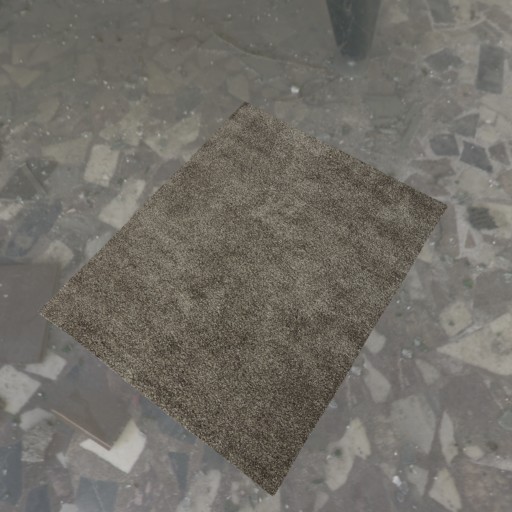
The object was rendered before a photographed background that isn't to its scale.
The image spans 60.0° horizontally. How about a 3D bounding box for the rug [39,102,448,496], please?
[{"bbox_3d":[0.000,0.000,4.003,2.401,0.025,3.000,32,67,15],"label":"rug"}]
